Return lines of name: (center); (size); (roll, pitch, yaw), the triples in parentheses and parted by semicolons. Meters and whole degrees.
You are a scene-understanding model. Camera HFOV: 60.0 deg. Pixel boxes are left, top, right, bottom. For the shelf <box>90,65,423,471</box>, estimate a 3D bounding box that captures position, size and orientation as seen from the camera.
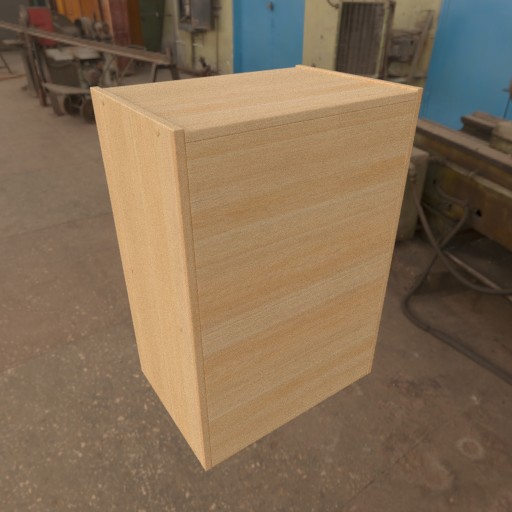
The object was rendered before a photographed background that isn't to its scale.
shelf: (0.000, 0.000, 0.820); (0.414, 0.592, 0.290); (-20, 36, -29)
